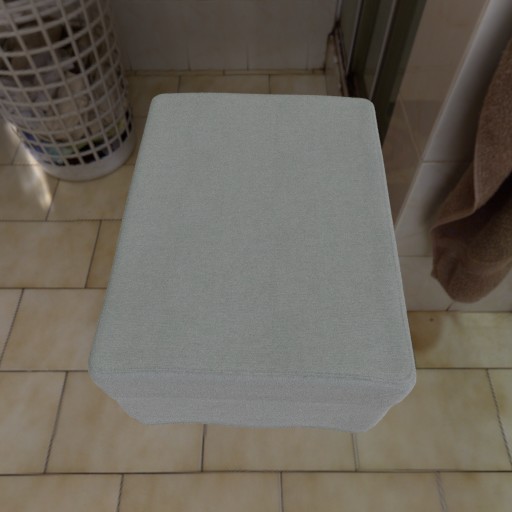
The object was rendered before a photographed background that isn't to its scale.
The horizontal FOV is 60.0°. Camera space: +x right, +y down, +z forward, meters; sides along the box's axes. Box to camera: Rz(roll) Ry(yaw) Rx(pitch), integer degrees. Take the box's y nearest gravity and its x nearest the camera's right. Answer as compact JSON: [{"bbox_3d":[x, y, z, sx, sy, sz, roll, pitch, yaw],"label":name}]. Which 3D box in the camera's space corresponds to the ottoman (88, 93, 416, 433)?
[{"bbox_3d":[0.000,0.000,1.227,0.648,0.461,0.833,2,58,1],"label":"ottoman"}]
